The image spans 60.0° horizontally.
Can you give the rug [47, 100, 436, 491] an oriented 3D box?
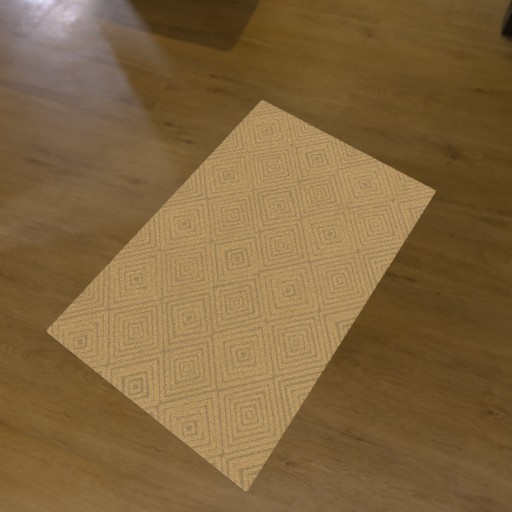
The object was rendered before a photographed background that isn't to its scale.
[{"bbox_3d":[0.000,0.000,2.223,1.143,0.008,1.753,32,68,14],"label":"rug"}]
